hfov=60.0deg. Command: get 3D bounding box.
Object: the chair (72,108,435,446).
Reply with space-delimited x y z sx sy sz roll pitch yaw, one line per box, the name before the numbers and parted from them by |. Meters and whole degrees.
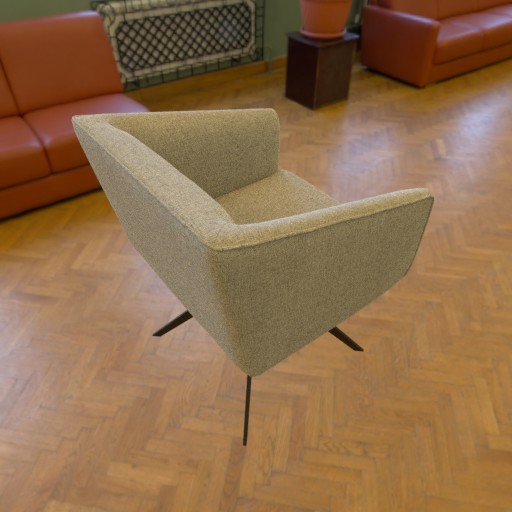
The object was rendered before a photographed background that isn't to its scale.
chair | 0.000 0.000 1.223 0.623 0.760 0.628 -26 47 -27
